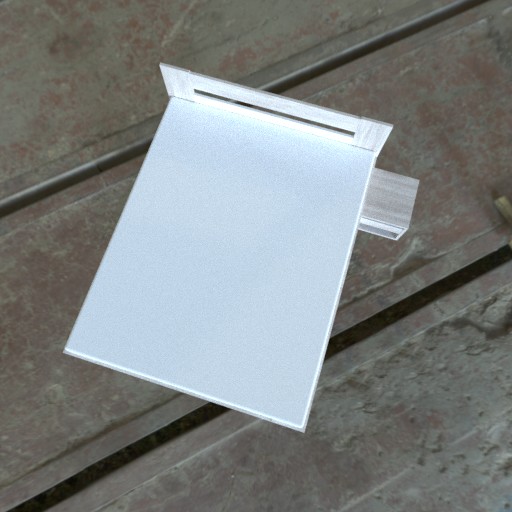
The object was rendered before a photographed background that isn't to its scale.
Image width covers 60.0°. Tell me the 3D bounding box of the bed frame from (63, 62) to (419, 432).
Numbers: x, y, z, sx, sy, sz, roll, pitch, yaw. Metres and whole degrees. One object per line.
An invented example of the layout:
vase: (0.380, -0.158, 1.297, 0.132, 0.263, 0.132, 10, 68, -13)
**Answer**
bed frame: (0.000, 0.000, 3.149, 2.040, 0.860, 2.050, 17, 75, 5)
